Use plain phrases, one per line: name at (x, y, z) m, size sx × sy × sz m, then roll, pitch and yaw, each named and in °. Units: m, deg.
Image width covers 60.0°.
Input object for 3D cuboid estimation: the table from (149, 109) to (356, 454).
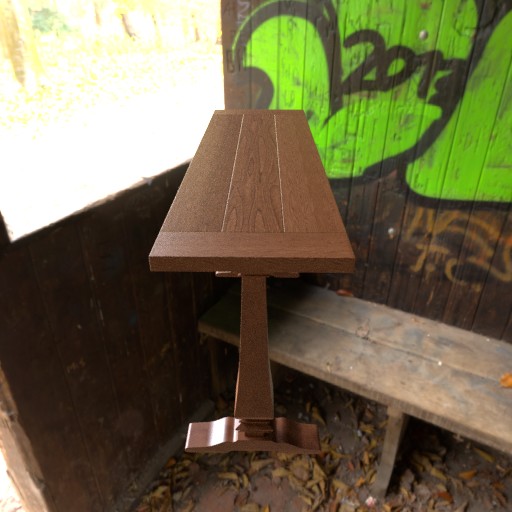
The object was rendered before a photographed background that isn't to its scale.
table at (0.000, 0.000, 1.810) m, size 0.461 × 0.852 × 1.478 m, roll 0°, pitch 30°, yaw 1°
